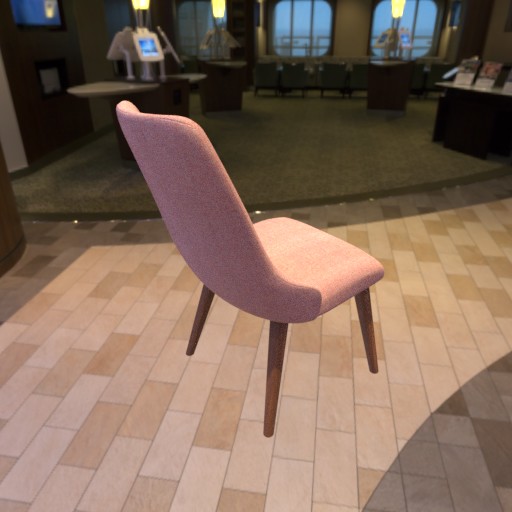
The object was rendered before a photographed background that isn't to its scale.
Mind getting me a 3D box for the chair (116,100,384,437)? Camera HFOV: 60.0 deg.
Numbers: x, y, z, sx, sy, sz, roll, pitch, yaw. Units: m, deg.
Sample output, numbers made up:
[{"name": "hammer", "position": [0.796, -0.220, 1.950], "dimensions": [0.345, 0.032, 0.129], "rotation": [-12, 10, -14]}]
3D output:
[{"name": "chair", "position": [0.000, 0.000, 1.341], "dimensions": [0.707, 0.918, 0.535], "rotation": [-19, 33, -32]}]
